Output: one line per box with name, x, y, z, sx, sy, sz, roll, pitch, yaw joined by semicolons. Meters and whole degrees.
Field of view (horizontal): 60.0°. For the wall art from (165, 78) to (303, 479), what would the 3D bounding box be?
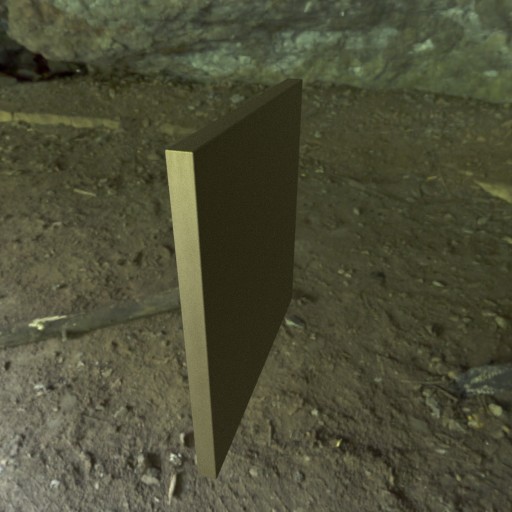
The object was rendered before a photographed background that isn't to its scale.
wall art;0.000;0.000;0.762;0.031;0.506;0.503;9;31;15
